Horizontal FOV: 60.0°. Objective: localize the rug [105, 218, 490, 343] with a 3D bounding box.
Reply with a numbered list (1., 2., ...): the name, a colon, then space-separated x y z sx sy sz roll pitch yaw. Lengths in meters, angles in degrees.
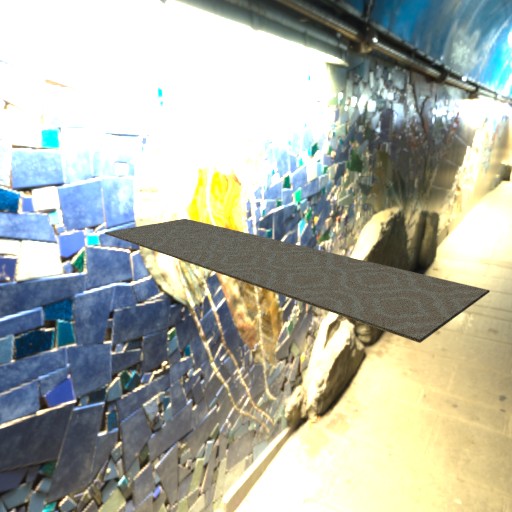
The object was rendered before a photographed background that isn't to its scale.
1. rug: 0.000 0.000 2.537 2.289 0.013 0.691 16 23 43
